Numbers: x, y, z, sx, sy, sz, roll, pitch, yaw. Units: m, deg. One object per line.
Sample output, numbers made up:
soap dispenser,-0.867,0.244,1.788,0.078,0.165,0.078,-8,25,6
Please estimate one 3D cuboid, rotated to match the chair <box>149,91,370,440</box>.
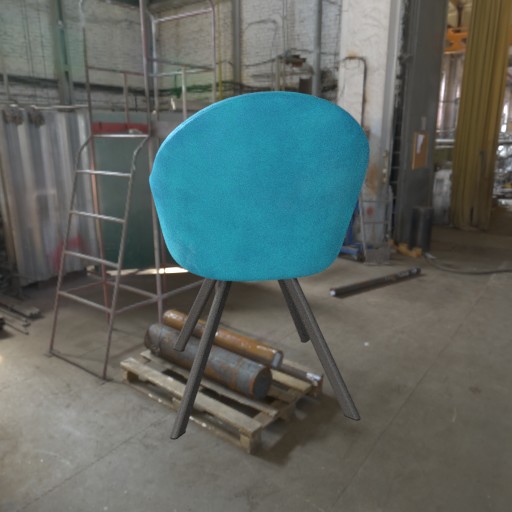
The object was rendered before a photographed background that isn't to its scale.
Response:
chair,0.000,0.000,1.207,0.550,0.795,0.590,-2,15,-9
